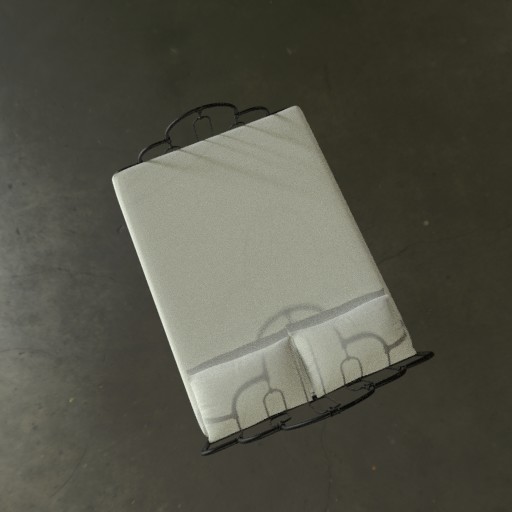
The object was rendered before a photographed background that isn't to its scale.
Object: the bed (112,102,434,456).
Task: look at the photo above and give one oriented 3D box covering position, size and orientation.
[{"bbox_3d":[0.000,0.000,3.204,1.626,1.444,2.181,-22,78,-5],"label":"bed"}]
